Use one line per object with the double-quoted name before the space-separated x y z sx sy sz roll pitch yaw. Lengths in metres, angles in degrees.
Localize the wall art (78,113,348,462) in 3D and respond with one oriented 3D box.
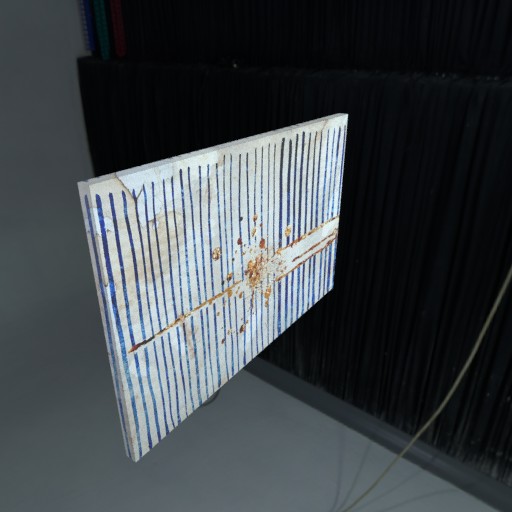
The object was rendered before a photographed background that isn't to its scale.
"wall art" 0.000 0.000 1.155 0.030 0.609 0.919 17 31 32
